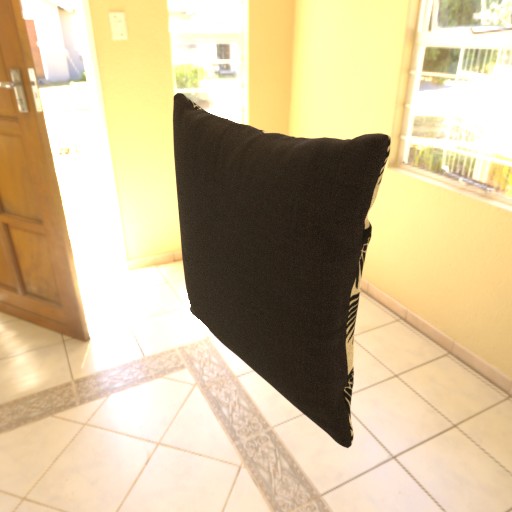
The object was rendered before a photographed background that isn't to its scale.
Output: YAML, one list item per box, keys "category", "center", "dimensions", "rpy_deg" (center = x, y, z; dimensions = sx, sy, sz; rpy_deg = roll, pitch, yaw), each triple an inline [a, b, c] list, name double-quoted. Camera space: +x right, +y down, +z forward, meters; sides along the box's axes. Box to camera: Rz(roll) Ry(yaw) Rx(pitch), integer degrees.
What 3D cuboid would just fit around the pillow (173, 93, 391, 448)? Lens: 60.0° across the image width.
- category: "pillow"
  center: [0.000, 0.000, 0.677]
  dimensions: [0.139, 0.432, 0.432]
  rpy_deg: [-19, 32, -33]
